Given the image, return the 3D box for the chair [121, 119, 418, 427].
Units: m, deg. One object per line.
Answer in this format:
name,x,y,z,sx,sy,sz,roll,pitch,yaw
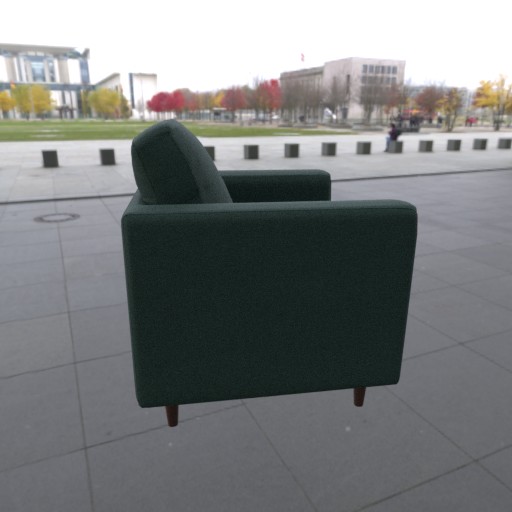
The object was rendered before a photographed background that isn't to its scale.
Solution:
chair,0.000,0.000,1.568,0.800,0.927,0.855,-3,18,-9
